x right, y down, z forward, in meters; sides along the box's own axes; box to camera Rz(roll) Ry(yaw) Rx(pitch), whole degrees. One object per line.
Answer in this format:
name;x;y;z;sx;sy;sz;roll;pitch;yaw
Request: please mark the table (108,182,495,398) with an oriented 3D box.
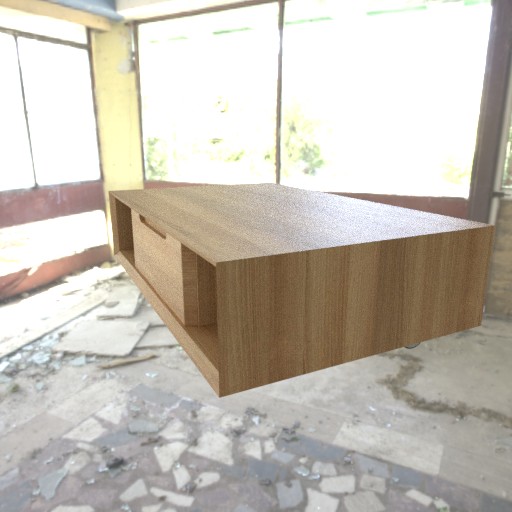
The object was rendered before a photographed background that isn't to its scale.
table;0.000;0.000;1.401;0.700;0.330;1.100;-8;17;-26
